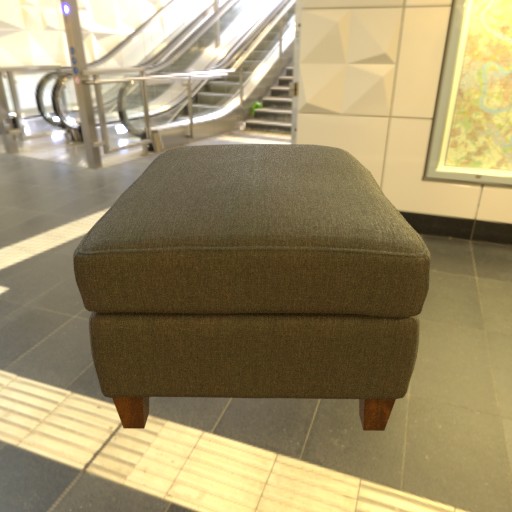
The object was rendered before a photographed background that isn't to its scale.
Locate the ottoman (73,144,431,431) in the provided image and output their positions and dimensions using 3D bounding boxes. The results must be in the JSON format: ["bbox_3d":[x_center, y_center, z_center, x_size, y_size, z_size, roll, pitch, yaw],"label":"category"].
[{"bbox_3d":[0.000,0.000,1.181,0.639,0.496,0.826,0,25,1],"label":"ottoman"}]
